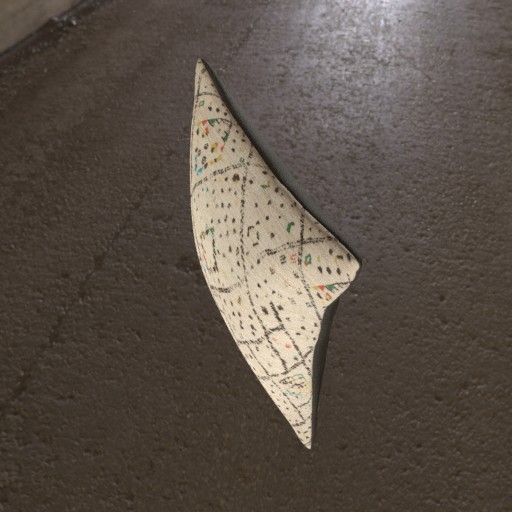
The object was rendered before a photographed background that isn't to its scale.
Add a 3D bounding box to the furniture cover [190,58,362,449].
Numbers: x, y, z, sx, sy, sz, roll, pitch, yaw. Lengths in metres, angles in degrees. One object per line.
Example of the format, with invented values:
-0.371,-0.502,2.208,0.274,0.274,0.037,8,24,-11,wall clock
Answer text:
0.000,0.000,0.777,0.180,0.498,0.525,-17,50,-15,furniture cover
